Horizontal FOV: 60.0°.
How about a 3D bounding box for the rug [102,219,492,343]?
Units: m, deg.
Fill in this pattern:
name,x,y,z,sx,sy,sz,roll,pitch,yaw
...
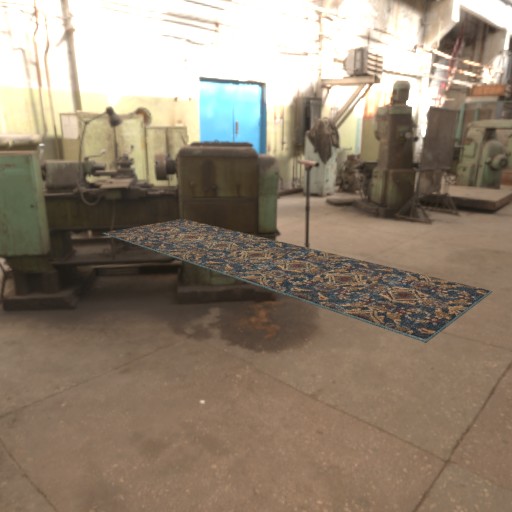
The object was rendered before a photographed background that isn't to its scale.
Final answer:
name,x,y,z,sx,sy,sz,roll,pitch,yaw
rug,0.000,0.000,2.515,2.292,0.014,0.685,15,22,42
